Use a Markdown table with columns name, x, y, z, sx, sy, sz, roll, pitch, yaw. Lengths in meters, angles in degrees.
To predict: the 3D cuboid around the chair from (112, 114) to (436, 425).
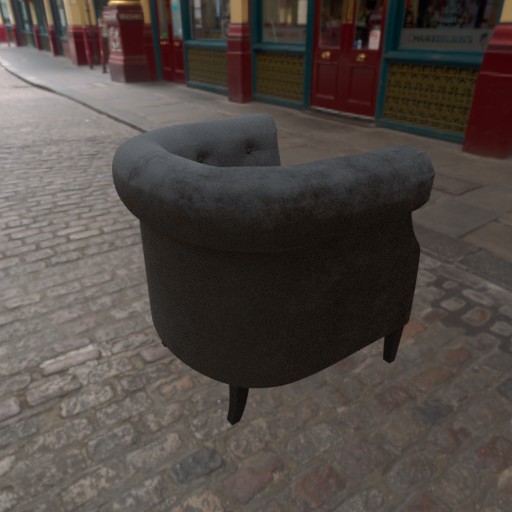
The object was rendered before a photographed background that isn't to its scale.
| name | x | y | z | sx | sy | sz | roll | pitch | yaw |
| --- | --- | --- | --- | --- | --- | --- | --- | --- | --- |
| chair | 0.000 | 0.000 | 1.551 | 0.851 | 0.826 | 0.904 | -18 | 32 | -32 |
